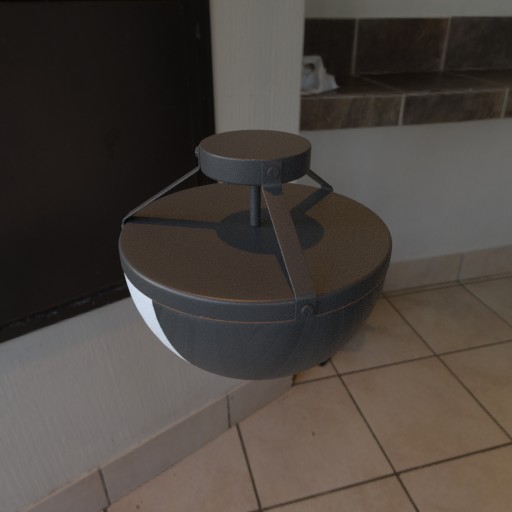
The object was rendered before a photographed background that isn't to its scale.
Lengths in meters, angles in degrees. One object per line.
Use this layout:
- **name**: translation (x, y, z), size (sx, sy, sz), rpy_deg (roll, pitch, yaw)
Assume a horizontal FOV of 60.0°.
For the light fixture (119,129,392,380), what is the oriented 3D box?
- **light fixture**: translation (0.000, 0.000, 0.526), size (0.304, 0.269, 0.304), rpy_deg (0, 29, 0)
